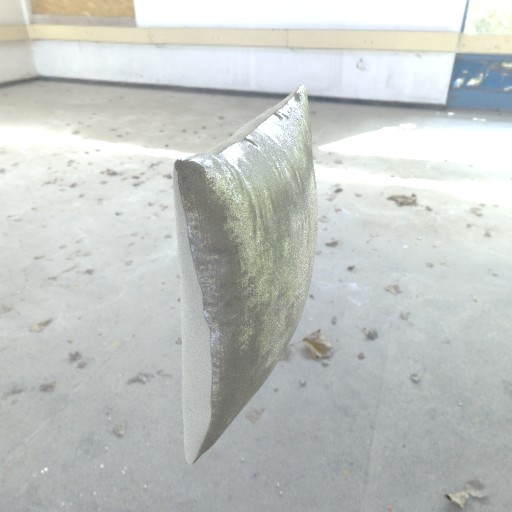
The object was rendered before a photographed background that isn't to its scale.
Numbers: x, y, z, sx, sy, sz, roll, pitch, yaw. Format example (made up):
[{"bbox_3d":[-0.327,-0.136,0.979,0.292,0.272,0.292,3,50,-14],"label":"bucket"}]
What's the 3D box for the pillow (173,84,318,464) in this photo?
[{"bbox_3d":[0.000,0.000,0.716,0.175,0.464,0.470,11,32,18],"label":"pillow"}]
